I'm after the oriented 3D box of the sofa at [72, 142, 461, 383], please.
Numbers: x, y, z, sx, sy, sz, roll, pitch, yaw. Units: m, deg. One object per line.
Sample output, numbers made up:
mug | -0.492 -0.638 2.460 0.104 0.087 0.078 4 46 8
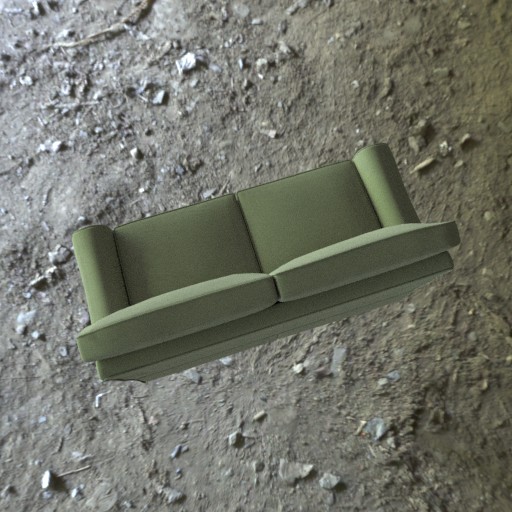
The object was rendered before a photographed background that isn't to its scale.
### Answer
sofa | 0.000 0.000 2.362 1.823 1.024 0.841 -17 74 -5
